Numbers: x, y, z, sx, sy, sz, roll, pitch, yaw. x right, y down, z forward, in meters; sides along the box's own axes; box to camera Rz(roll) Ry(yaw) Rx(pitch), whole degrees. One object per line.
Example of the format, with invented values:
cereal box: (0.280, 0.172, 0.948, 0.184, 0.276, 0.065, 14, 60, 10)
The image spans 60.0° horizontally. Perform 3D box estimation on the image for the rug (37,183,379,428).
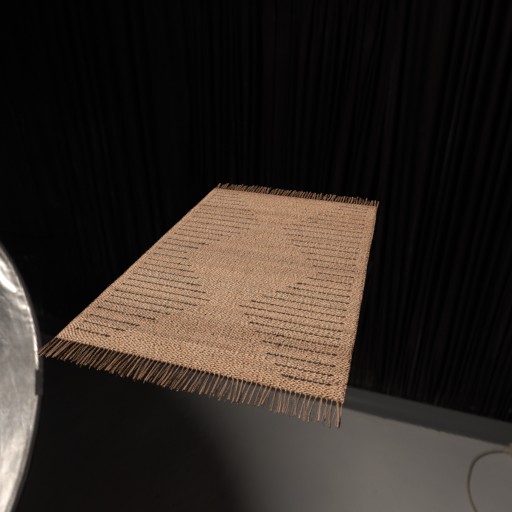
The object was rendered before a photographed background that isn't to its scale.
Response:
rug: (0.000, 0.000, 2.493, 1.224, 0.027, 2.085, 9, 31, 15)
